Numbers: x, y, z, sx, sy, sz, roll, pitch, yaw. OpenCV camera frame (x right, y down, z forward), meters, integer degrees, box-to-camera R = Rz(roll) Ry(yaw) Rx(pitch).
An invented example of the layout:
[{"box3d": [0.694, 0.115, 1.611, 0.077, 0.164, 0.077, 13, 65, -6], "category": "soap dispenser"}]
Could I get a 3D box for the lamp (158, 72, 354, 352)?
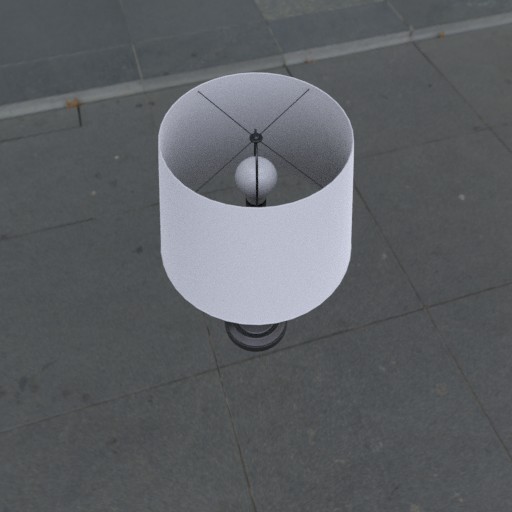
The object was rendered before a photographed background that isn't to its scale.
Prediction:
[{"box3d": [0.000, 0.000, 0.825, 0.331, 0.594, 0.331, 0, 57, 0], "category": "lamp"}]
